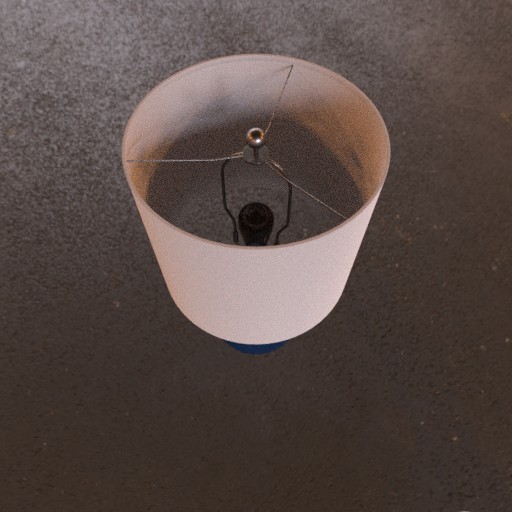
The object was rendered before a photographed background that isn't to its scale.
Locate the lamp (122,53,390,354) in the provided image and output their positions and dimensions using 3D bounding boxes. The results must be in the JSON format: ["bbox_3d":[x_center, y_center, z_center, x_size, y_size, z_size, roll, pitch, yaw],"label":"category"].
[{"bbox_3d":[0.000,0.000,0.492,0.203,0.368,0.203,17,61,10],"label":"lamp"}]
